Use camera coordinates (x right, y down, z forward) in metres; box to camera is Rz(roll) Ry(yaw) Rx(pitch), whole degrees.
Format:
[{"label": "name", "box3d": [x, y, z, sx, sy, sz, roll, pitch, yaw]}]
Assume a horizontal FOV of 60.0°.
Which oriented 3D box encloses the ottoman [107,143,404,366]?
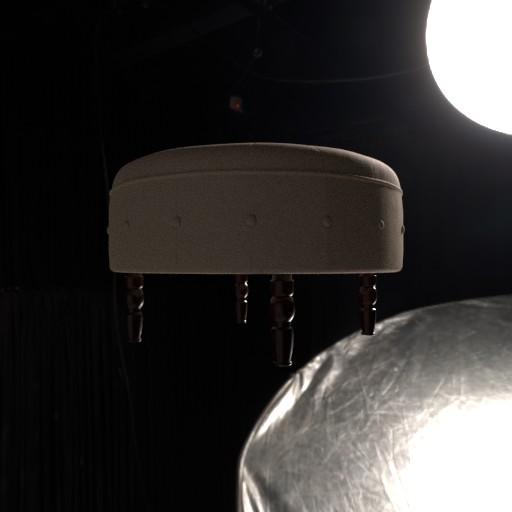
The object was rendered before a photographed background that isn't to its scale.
[{"label": "ottoman", "box3d": [0.000, 0.000, 1.345, 0.848, 0.494, 0.848, 0, -1, 0]}]
